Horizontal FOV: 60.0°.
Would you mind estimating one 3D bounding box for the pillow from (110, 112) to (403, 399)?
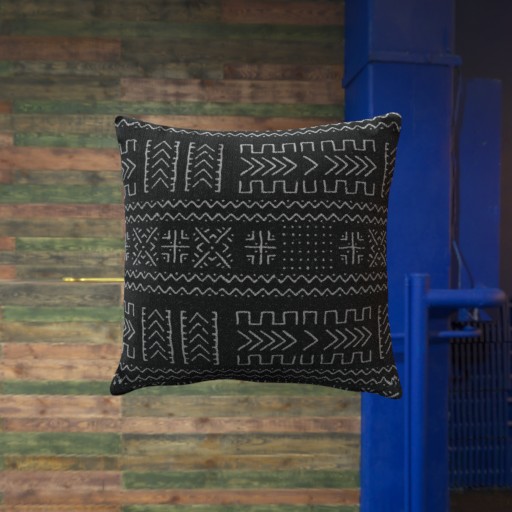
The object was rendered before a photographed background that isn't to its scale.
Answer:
[{"bbox_3d":[0.000,0.000,0.666,0.438,0.430,0.164,0,1,0],"label":"pillow"}]
